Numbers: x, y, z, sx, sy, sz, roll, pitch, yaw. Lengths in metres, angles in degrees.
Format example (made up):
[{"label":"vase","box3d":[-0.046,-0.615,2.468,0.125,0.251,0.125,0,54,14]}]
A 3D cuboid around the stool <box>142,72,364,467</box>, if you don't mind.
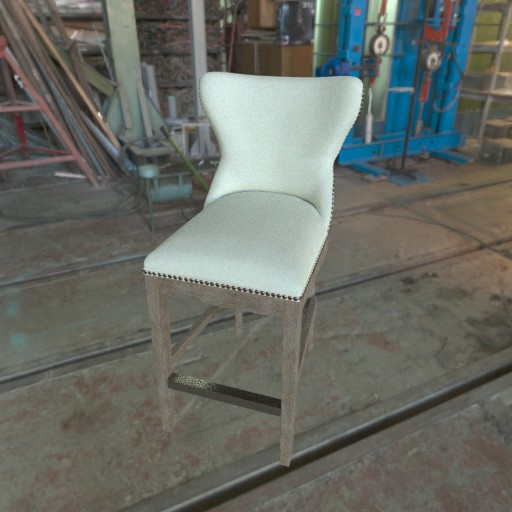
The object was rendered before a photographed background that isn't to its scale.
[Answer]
[{"label":"stool","box3d":[0.000,0.000,1.334,0.498,0.981,0.608,9,29,16]}]
